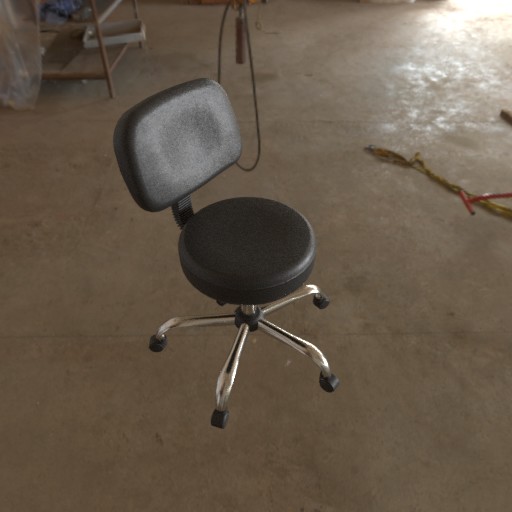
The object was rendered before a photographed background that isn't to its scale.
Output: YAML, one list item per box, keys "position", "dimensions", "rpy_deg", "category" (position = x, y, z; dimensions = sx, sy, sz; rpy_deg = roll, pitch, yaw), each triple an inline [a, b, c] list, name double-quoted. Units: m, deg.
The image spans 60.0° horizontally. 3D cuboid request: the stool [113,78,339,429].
- position: [0.000, 0.000, 1.314]
  dimensions: [0.648, 0.862, 0.673]
  rpy_deg: [25, 48, 26]
  category: "stool"
